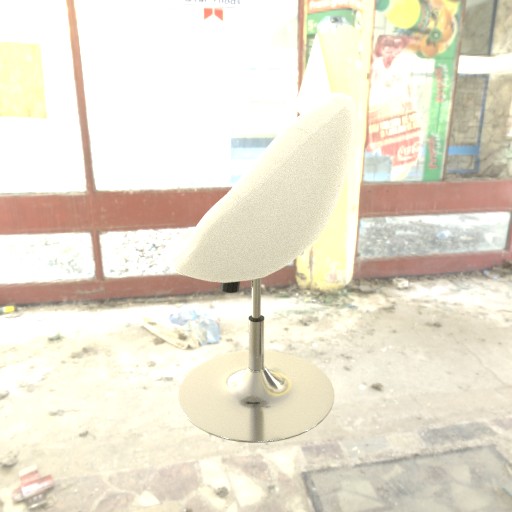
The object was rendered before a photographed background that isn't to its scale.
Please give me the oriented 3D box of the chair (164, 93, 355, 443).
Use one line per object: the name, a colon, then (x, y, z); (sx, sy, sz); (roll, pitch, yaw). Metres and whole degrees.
chair: (0.000, 0.000, 1.830); (0.736, 1.261, 0.940); (3, 16, 9)
